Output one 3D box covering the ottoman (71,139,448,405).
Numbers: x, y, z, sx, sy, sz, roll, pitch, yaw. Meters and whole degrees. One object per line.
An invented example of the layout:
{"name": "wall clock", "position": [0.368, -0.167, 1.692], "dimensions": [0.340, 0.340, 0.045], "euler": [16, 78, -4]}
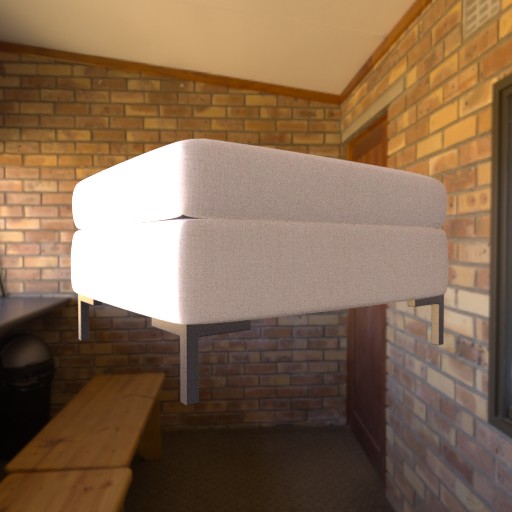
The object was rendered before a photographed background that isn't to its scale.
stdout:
{"name": "ottoman", "position": [0.000, 0.000, 1.166], "dimensions": [0.794, 0.453, 0.657], "euler": [-1, 2, -37]}
